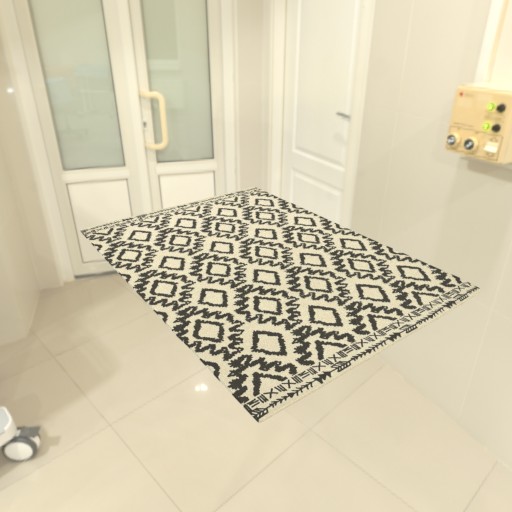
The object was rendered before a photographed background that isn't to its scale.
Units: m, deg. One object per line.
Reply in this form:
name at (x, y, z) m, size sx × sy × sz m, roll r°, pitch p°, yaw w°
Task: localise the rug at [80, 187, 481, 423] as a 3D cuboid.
rug at (0.000, 0.000, 4.395) m, size 2.444 × 0.036 × 3.369 m, roll -19°, pitch 34°, yaw -32°
